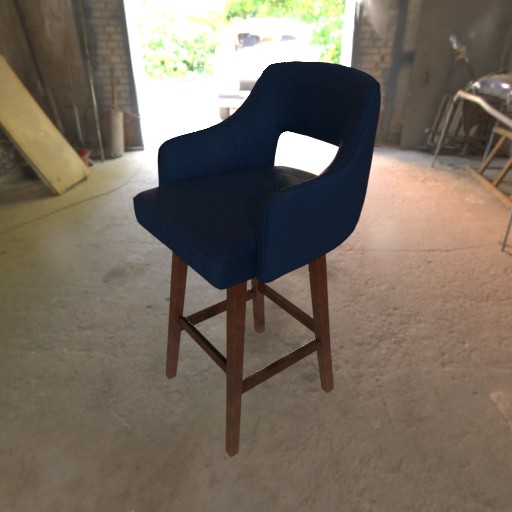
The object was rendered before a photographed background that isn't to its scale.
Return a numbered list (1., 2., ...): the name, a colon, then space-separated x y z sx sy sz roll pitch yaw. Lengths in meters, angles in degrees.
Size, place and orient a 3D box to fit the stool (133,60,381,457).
1. stool: 0.000 0.000 1.348 0.560 1.041 0.550 -22 37 -31
